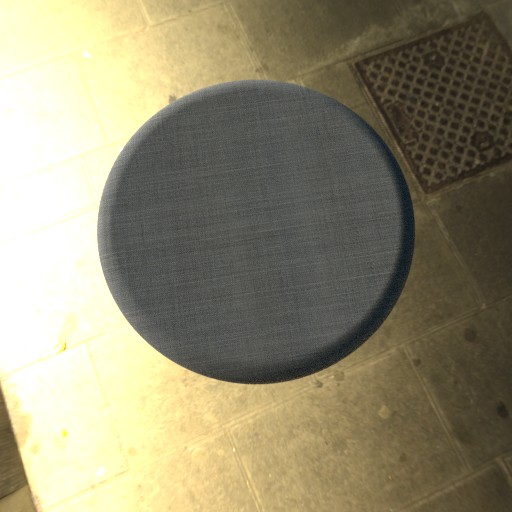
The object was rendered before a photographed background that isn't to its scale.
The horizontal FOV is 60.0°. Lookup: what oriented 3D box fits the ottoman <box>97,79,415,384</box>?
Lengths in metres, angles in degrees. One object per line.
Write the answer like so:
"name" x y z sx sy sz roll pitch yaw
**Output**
"ottoman" 0.000 0.000 0.736 0.400 0.406 0.400 0 76 0
